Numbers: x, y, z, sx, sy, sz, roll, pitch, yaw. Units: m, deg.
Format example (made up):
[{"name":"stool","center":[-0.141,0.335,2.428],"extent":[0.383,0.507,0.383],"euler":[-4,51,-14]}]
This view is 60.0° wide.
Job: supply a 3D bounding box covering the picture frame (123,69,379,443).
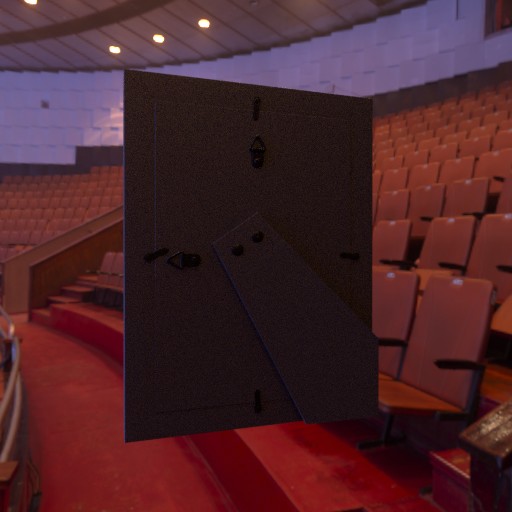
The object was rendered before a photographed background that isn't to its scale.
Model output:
[{"name":"picture frame","center":[0.000,0.000,0.275],"extent":[0.157,0.208,0.028],"euler":[0,0,-18]}]
